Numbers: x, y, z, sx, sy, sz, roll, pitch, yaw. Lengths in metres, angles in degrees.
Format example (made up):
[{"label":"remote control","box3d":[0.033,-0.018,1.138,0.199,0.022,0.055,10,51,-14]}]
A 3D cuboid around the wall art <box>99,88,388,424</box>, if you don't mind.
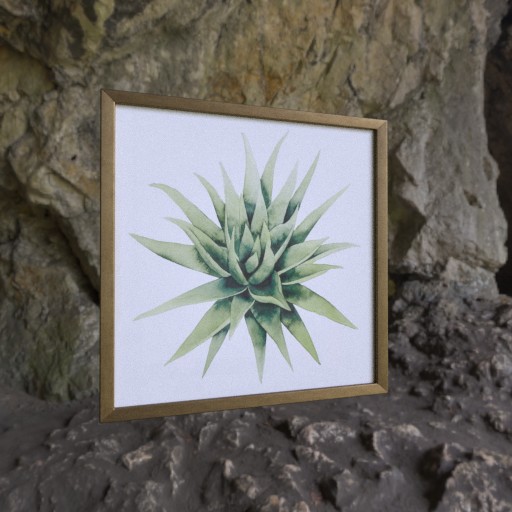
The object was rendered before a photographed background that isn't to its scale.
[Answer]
[{"label":"wall art","box3d":[0.000,0.000,0.759,0.503,0.506,0.030,0,-1,-18]}]
